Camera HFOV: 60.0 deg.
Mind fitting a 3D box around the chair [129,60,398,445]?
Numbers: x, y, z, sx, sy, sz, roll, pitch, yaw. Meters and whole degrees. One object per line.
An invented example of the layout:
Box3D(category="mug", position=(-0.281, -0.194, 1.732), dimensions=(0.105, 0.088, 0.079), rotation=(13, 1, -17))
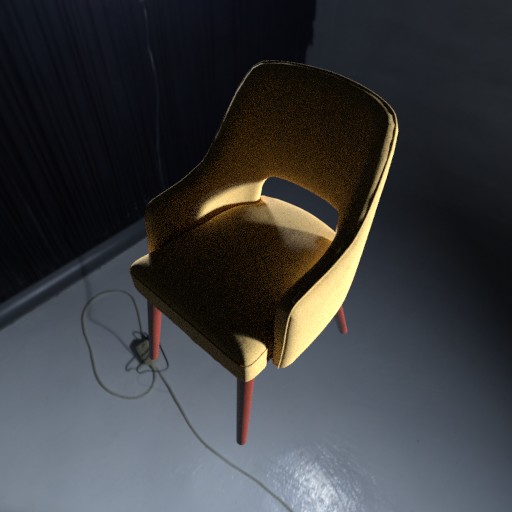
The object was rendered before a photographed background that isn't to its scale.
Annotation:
Box3D(category="chair", position=(0.000, 0.000, 1.248), dimensions=(0.548, 0.849, 0.605), rotation=(34, 55, 28))
